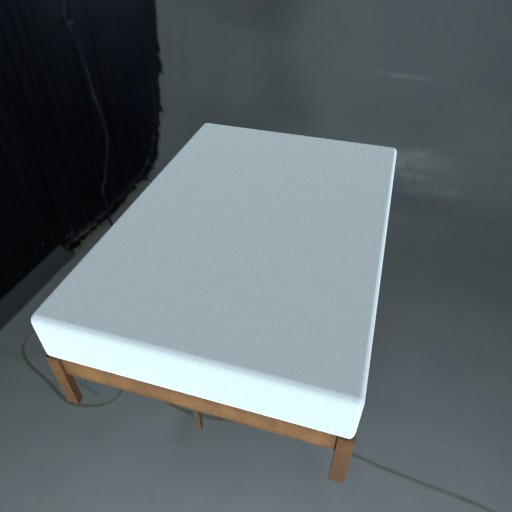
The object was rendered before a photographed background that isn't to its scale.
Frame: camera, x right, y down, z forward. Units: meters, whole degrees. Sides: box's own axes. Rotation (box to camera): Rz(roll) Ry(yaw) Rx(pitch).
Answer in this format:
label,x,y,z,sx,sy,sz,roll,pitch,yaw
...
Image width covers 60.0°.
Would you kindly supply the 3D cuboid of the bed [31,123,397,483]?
label,x,y,z,sx,sy,sz,roll,pitch,yaw
bed,0.000,0.000,2.520,1.348,0.616,1.927,11,42,13
